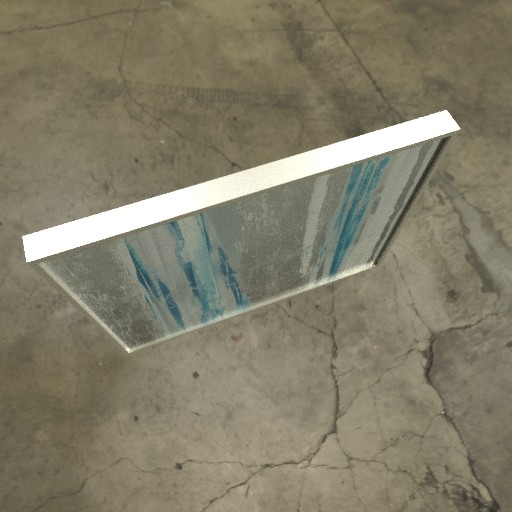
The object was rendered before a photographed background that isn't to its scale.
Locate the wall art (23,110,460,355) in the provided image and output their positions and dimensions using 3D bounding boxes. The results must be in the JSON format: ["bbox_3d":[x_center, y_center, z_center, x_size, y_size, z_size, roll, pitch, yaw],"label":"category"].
[{"bbox_3d":[0.000,0.000,1.390,1.056,0.801,0.066,-18,65,-9],"label":"wall art"}]
